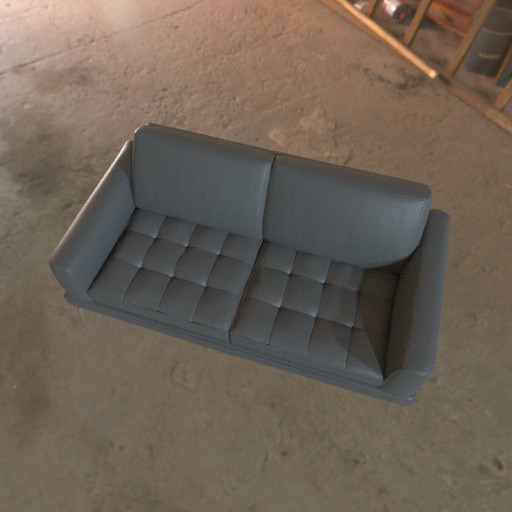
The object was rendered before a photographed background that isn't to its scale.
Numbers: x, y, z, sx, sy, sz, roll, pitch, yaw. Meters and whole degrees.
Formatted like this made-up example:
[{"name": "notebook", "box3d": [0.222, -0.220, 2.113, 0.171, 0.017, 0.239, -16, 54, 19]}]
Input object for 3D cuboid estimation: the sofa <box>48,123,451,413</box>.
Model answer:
[{"name": "sofa", "box3d": [0.000, 0.000, 2.677, 2.177, 0.930, 1.121, 15, 58, 9]}]
